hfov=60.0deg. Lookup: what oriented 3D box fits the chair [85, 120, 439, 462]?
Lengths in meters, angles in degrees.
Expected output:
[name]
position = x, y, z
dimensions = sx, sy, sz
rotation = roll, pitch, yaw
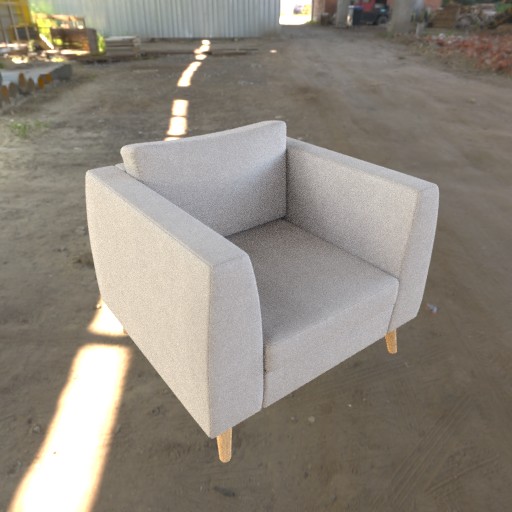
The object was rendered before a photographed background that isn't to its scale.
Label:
[chair]
position = 0.000, 0.000, 1.739
dimensions = 1.000, 0.860, 0.930
rotation = -20, 35, -32
